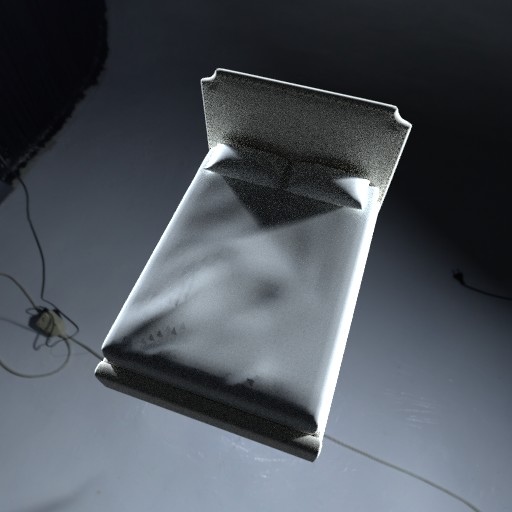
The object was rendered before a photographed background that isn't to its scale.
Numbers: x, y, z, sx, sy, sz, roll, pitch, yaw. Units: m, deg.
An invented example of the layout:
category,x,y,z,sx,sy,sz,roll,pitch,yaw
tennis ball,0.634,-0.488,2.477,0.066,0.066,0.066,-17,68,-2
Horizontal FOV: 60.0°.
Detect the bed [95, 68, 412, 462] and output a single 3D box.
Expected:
category,x,y,z,sx,sy,sz,roll,pitch,yaw
bed,0.000,0.000,3.416,1.712,1.443,2.365,16,59,10
